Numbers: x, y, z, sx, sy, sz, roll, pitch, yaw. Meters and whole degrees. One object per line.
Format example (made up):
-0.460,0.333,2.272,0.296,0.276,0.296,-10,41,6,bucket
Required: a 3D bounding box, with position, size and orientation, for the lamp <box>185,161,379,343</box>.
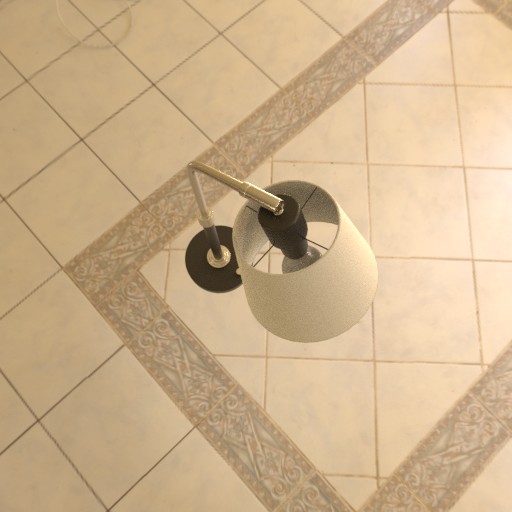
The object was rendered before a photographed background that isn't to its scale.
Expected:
0.000,0.000,0.703,0.348,0.539,0.181,36,78,9,lamp
